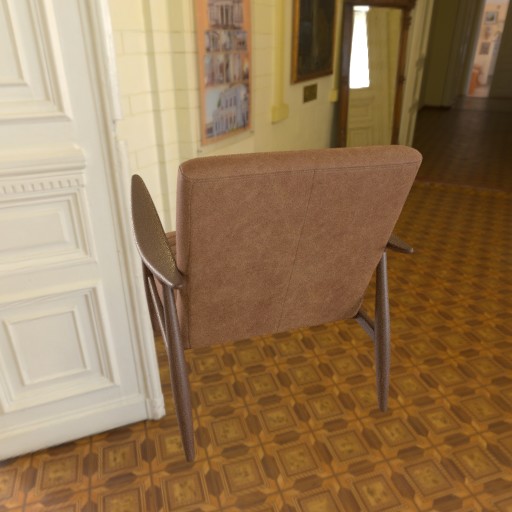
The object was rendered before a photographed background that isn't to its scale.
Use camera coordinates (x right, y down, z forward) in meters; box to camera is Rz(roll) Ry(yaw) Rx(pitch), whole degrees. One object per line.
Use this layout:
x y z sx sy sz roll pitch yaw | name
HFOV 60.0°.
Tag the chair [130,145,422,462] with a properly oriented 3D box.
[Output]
0.000 0.000 1.433 0.741 0.832 0.798 -8 27 -16 | chair
